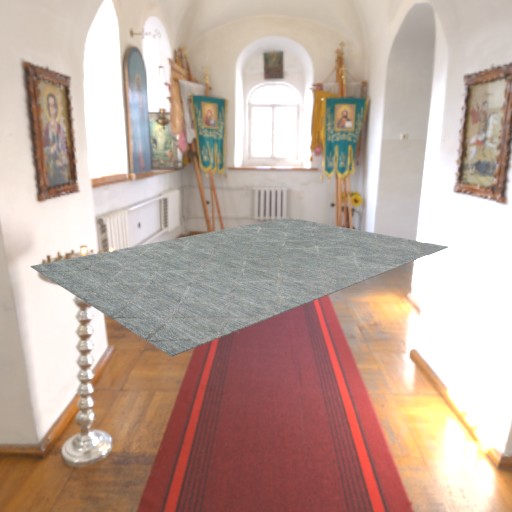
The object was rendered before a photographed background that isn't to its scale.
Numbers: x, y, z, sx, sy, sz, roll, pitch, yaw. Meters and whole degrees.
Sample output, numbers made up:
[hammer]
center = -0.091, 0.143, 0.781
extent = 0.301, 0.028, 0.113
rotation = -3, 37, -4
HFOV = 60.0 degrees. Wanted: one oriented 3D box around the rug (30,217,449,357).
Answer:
[rug]
center = 0.000, 0.000, 2.881
extent = 2.283, 0.006, 1.521
rotation = -14, 21, -42
